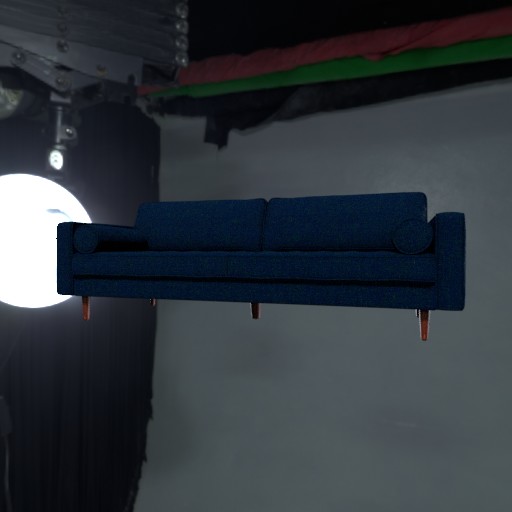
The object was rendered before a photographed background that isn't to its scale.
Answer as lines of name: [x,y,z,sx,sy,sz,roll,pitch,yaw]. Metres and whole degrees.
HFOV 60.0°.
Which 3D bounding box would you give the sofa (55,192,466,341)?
sofa: [0.000,0.000,2.670,2.210,0.762,0.914,0,1,18]
